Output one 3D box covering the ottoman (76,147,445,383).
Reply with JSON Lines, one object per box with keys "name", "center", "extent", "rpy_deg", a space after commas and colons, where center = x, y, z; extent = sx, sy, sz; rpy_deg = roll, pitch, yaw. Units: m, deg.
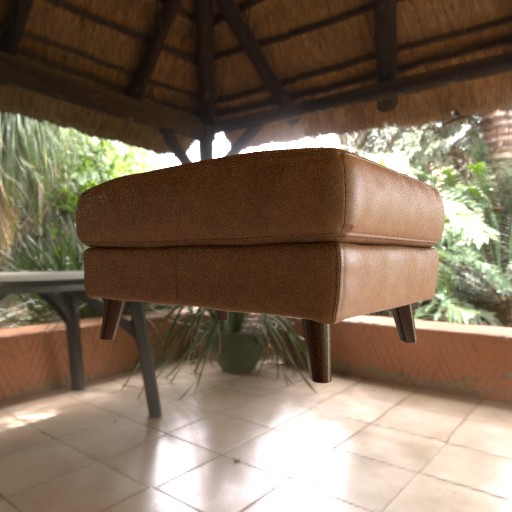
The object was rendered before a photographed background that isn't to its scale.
{"name": "ottoman", "center": [0.000, 0.000, 1.220], "extent": [0.869, 0.461, 0.630], "rpy_deg": [0, 0, 38]}
